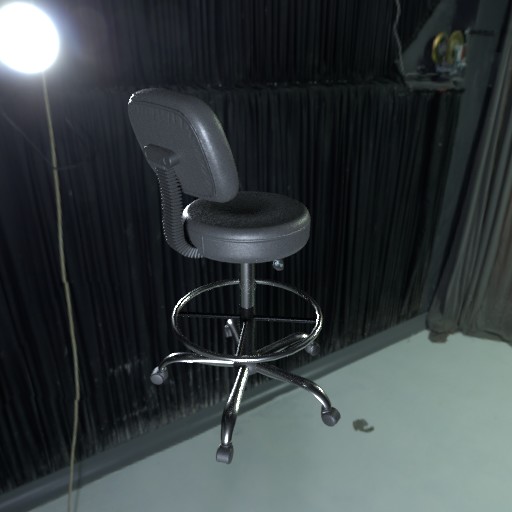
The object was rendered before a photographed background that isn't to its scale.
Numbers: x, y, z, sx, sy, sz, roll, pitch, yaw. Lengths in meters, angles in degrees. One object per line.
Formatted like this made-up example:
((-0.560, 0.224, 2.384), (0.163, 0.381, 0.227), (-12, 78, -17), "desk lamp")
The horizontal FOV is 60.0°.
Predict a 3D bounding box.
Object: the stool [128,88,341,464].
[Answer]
((0.000, 0.000, 1.480), (0.658, 1.069, 0.694), (-18, 30, -33), "stool")
